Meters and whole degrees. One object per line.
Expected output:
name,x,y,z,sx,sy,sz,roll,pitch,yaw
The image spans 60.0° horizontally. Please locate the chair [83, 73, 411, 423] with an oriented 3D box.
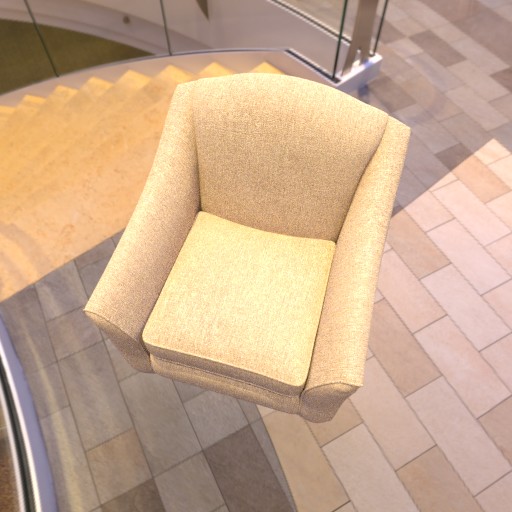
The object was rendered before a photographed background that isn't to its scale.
chair,0.000,0.000,1.435,0.763,0.839,0.787,14,58,9
